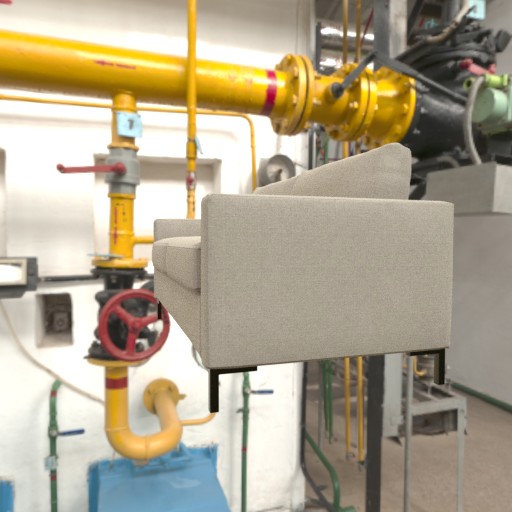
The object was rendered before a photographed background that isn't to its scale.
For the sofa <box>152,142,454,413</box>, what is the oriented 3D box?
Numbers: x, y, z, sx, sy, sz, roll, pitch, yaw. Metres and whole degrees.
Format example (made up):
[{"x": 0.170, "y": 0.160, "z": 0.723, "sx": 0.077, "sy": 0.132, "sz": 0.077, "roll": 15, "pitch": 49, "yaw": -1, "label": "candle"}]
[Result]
[{"x": 0.000, "y": 0.000, "z": 2.137, "sx": 0.875, "sy": 0.840, "sz": 1.682, "roll": -1, "pitch": 2, "yaw": -18, "label": "sofa"}]
